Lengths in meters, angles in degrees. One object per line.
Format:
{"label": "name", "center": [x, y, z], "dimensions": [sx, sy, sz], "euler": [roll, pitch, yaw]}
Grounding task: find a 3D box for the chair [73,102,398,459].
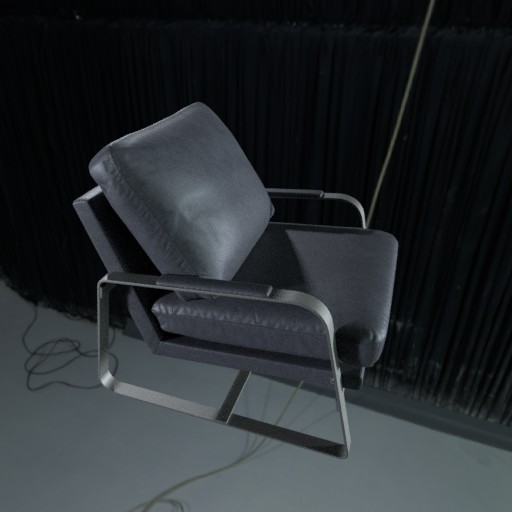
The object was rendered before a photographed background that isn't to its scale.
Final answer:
{"label": "chair", "center": [0.000, 0.000, 1.452], "dimensions": [0.878, 0.839, 0.692], "euler": [10, 32, 16]}
